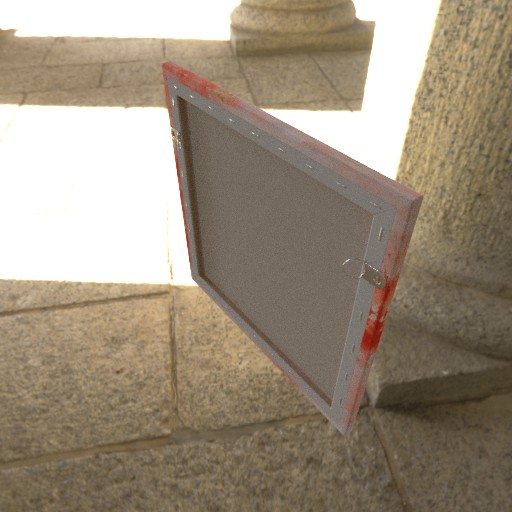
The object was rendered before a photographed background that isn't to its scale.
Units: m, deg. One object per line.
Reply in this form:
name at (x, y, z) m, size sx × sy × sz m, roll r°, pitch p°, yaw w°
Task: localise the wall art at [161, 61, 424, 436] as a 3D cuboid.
wall art at (0.000, 0.000, 1.317) m, size 0.066 × 0.878 × 0.878 m, roll -28°, pitch 49°, yaw -27°
